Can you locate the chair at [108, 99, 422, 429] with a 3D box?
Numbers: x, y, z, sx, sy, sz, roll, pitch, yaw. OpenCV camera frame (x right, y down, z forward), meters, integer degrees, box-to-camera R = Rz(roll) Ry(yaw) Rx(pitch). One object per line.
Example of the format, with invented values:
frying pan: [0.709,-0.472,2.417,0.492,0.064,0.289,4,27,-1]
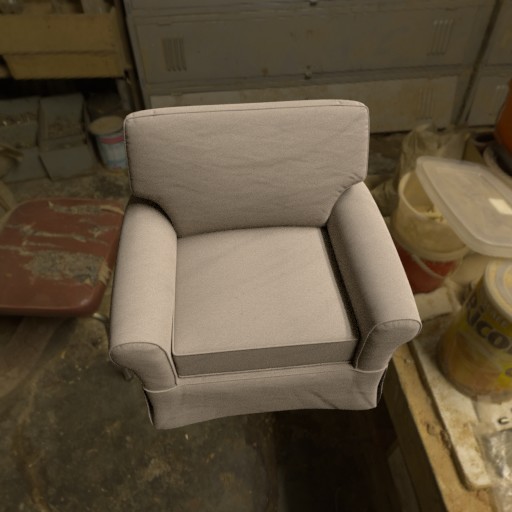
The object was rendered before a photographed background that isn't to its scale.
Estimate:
chair: [0.000,0.000,1.860,1.135,1.017,0.988,-4,48,-4]
